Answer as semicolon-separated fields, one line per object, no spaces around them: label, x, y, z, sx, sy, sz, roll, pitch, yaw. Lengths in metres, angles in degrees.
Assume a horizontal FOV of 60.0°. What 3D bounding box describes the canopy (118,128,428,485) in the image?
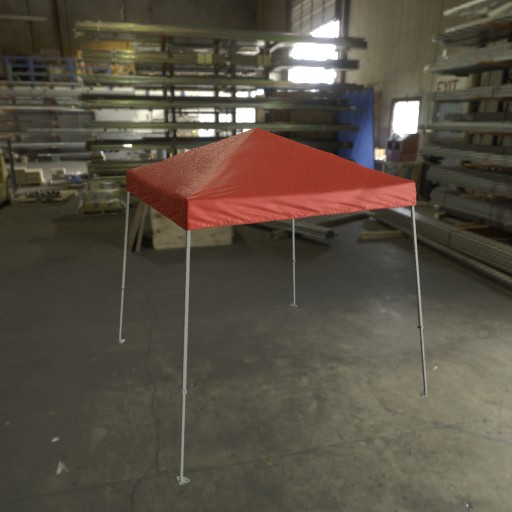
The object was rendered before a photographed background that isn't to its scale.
canopy;0.000;0.000;5.126;2.850;2.850;2.849;-8;19;-25
